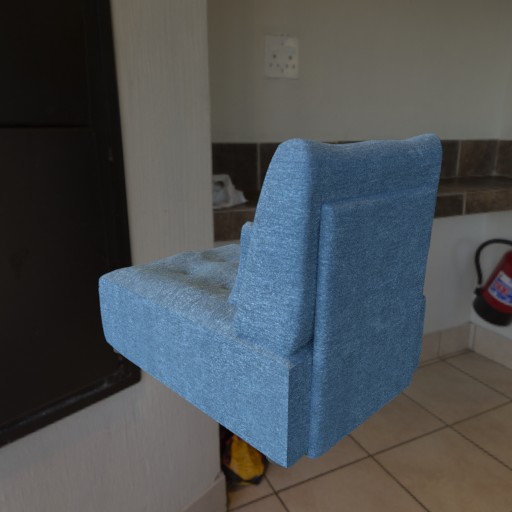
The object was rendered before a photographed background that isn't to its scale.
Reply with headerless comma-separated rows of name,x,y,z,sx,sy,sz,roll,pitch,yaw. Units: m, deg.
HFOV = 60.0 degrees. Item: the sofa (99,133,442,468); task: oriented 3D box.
sofa,0.000,0.000,1.538,0.700,0.820,1.000,-15,21,-42
